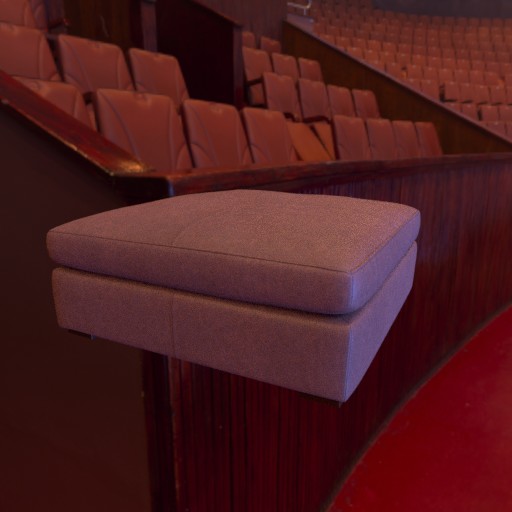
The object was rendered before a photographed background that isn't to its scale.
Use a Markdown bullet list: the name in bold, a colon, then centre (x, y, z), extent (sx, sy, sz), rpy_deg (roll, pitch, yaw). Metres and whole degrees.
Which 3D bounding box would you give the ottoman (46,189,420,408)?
- **ottoman**: centre (0.000, 0.000, 1.861), extent (1.168, 0.490, 1.168), rpy_deg (8, 17, 26)
